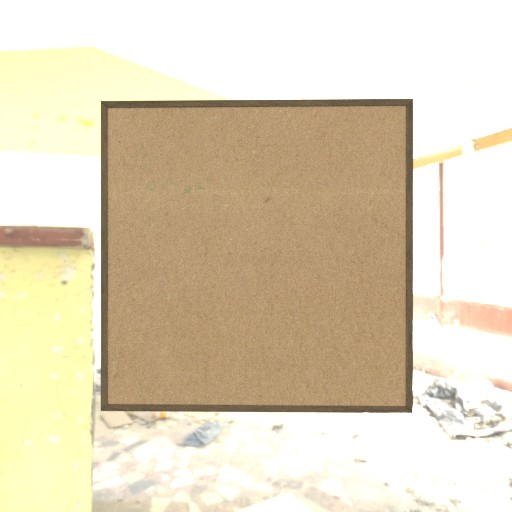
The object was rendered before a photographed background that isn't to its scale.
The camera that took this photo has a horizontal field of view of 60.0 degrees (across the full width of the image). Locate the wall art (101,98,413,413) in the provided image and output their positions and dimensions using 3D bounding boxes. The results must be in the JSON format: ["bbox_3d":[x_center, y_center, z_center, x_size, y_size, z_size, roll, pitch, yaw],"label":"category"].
[{"bbox_3d":[0.000,0.000,0.739,0.508,0.508,0.038,0,0,1],"label":"wall art"}]
